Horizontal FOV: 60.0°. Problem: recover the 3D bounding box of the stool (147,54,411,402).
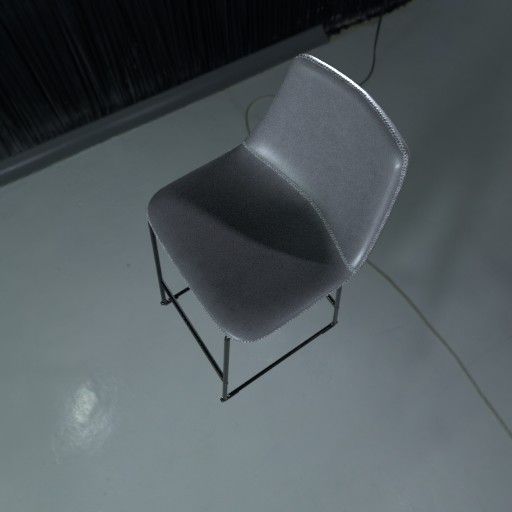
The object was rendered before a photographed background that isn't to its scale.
[{"bbox_3d":[0.000,0.000,1.205,0.546,0.876,0.470,-31,68,-14],"label":"stool"}]
